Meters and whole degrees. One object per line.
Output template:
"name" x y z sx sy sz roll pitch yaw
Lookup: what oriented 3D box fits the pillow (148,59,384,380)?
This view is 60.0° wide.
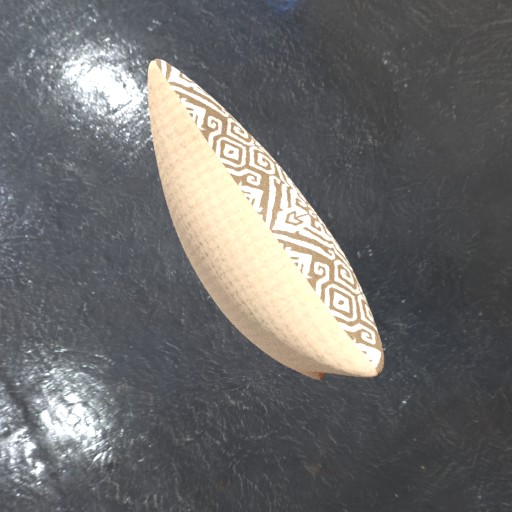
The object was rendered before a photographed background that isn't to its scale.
"pillow" 0.000 0.000 0.644 0.173 0.407 0.419 -33 78 -8
